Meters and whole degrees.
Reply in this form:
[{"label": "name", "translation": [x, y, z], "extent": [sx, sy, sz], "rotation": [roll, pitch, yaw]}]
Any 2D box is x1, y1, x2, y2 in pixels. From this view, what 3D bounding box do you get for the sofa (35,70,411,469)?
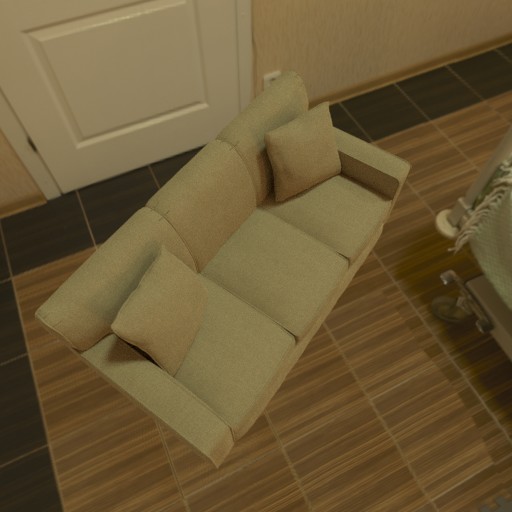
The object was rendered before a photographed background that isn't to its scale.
[{"label": "sofa", "translation": [0.000, 0.000, 2.552], "extent": [0.997, 0.958, 2.024], "rotation": [31, 64, 17]}]
